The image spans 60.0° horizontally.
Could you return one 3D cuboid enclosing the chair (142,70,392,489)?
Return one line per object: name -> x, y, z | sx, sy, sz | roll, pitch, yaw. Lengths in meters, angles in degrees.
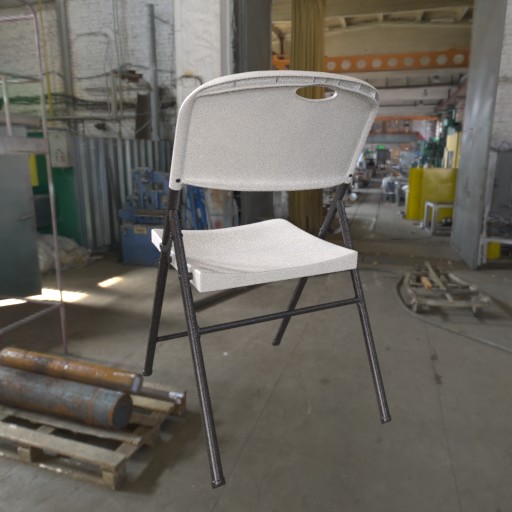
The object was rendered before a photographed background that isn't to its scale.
chair -> 0.000, 0.000, 1.147 | 0.494, 0.810, 0.566 | -7, 15, -28
